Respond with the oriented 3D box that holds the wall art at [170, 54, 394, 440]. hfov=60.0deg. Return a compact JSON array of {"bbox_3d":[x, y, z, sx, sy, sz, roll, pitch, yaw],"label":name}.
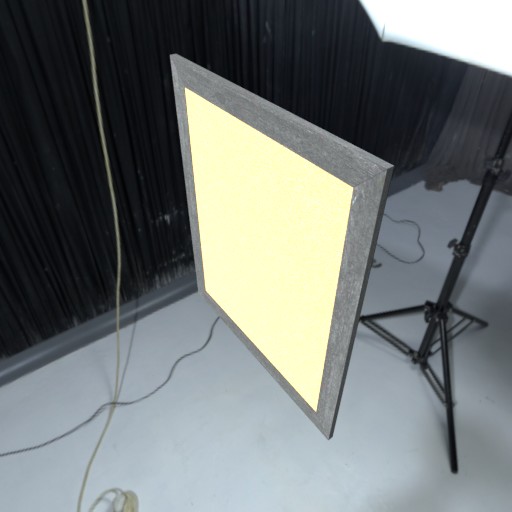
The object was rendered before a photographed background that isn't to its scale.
[{"bbox_3d":[0.000,0.000,0.790,0.013,0.570,0.476,-25,47,-27],"label":"wall art"}]
